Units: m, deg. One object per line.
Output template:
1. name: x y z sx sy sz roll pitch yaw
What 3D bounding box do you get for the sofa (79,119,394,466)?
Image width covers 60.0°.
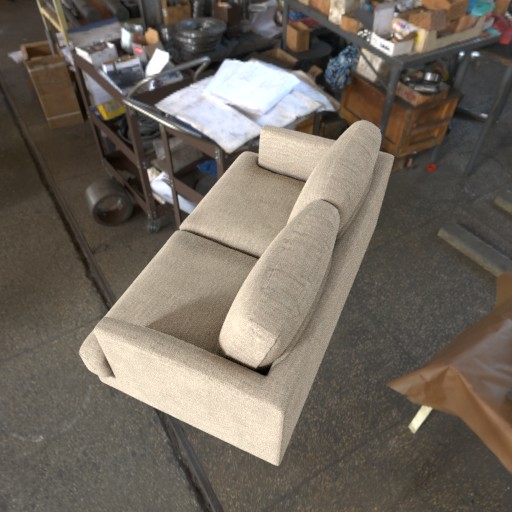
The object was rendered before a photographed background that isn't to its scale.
1. sofa: 0.000 0.000 2.146 0.903 0.944 1.582 19 50 17
